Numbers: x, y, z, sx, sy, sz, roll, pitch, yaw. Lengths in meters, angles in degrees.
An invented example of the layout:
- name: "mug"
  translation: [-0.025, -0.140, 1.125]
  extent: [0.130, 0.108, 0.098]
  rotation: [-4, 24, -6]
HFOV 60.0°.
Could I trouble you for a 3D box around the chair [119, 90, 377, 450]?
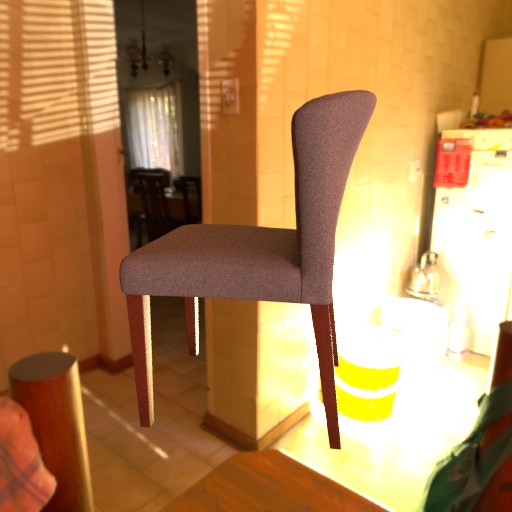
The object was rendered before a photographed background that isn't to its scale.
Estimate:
- name: "chair"
  translation: [0.000, 0.000, 1.220]
  extent: [0.592, 0.839, 0.491]
  rotation: [2, 14, 9]
